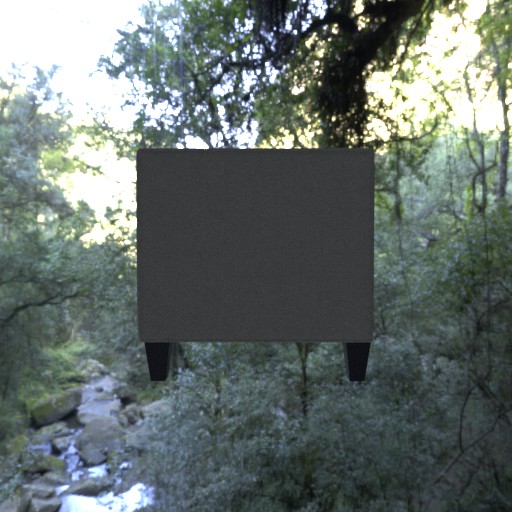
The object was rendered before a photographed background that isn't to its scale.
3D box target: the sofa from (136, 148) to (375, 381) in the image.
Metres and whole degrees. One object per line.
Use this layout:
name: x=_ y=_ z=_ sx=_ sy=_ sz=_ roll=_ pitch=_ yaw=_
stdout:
sofa: x=0.000 y=0.000 z=2.501 sx=0.775 sy=0.762 sz=2.159 roll=0 pitch=2 yaw=0
